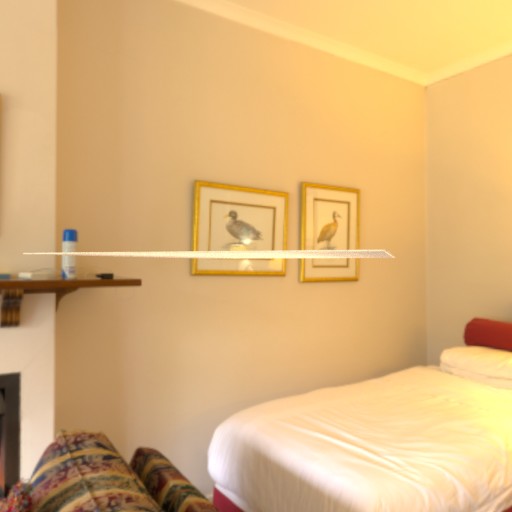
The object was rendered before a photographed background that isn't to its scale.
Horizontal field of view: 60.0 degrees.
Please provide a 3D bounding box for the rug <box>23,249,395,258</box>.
[{"bbox_3d":[0.000,0.000,4.156,2.453,0.010,3.037,0,-1,18],"label":"rug"}]
